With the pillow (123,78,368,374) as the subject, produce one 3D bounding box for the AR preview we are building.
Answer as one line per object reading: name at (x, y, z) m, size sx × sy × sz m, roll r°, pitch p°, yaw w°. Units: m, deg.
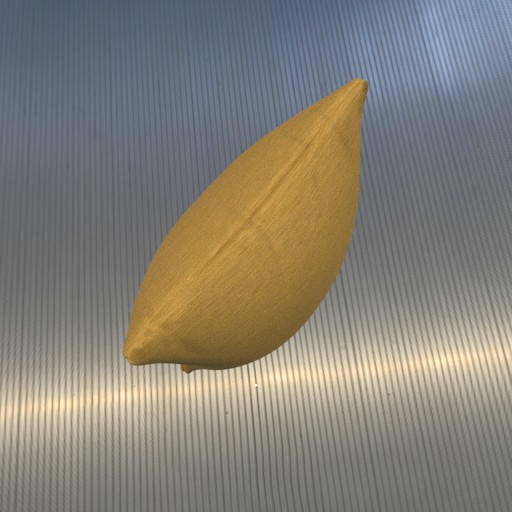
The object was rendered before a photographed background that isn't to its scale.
pillow at (0.000, 0.000, 0.692) m, size 0.247 × 0.417 × 0.435 m, roll 37°, pitch 77°, yaw 10°
